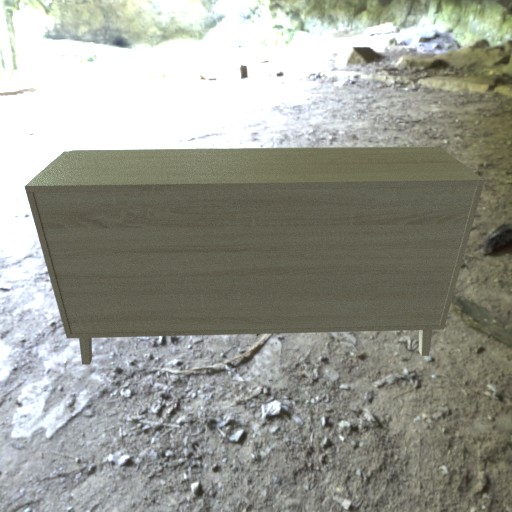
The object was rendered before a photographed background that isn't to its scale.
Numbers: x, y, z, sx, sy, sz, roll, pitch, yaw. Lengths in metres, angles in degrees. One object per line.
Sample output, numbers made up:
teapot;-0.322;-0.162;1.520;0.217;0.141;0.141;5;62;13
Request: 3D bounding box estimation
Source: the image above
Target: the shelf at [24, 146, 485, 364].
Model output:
shelf;0.000;0.000;1.801;1.490;0.780;0.400;-1;30;-2
